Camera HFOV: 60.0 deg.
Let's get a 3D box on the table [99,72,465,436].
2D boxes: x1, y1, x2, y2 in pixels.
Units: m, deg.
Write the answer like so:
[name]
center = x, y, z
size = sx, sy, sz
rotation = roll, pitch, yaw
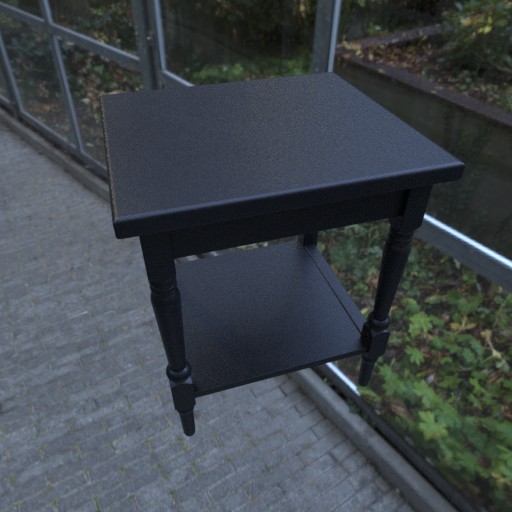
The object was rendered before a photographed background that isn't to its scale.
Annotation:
[table]
center = 0.000, 0.000, 0.912
size = 0.488, 0.565, 0.442
rotation = -11, 41, -13
